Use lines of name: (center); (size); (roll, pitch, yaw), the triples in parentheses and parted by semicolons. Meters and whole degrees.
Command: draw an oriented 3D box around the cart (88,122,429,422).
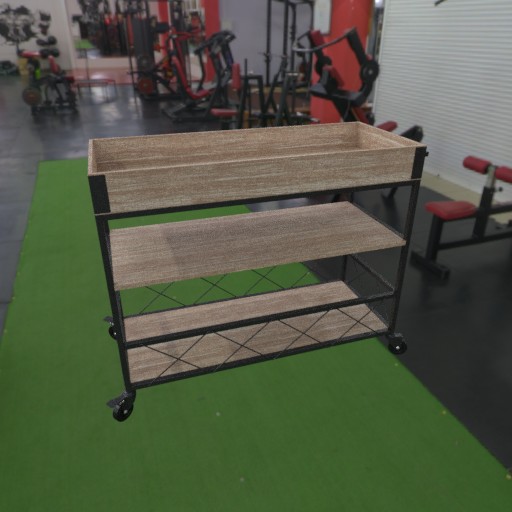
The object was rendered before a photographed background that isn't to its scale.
cart: (0.000, 0.000, 1.542); (1.101, 0.787, 0.500); (-8, 28, -16)
